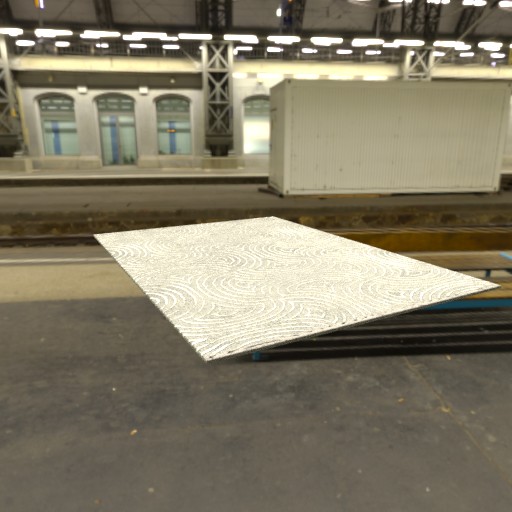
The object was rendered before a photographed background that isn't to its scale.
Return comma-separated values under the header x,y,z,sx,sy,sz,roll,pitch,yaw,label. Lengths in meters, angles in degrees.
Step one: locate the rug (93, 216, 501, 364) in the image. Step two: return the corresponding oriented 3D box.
x,y,z,sx,sy,sz,roll,pitch,yaw,label
0.000,0.000,2.701,1.543,0.015,2.144,-8,17,-28,rug
